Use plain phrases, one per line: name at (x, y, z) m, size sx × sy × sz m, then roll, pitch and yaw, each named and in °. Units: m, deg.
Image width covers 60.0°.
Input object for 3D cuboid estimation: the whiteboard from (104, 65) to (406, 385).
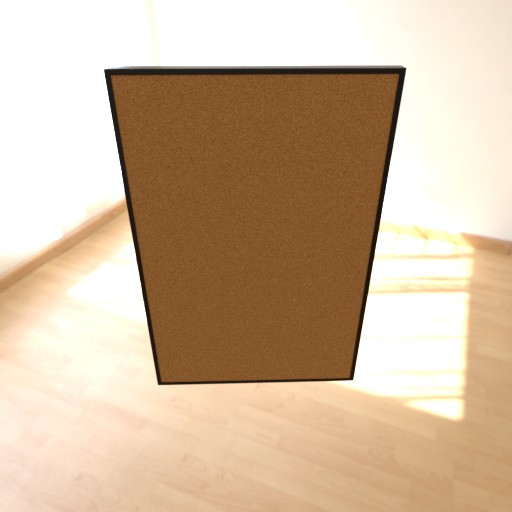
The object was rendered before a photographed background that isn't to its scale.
whiteboard at (0.000, 0.000, 0.767) m, size 0.406 × 0.611 × 0.026 m, roll -1°, pitch 32°, yaw -1°
